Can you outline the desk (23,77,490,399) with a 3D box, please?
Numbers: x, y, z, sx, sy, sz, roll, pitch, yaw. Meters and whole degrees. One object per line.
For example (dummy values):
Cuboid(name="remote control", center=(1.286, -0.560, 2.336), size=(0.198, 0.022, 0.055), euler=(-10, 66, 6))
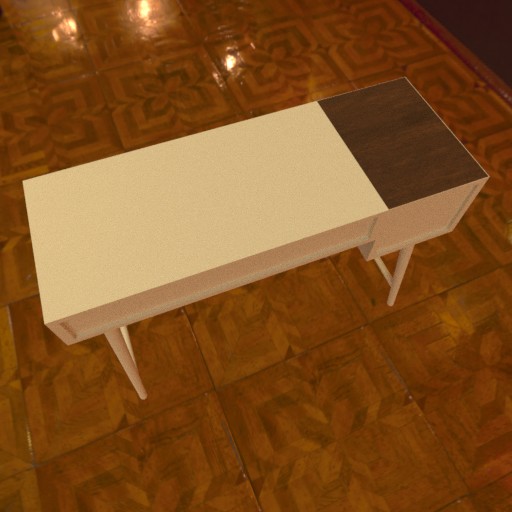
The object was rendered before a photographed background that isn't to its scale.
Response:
Cuboid(name="desk", center=(0.000, 0.000, 1.413), size=(1.069, 0.761, 0.409), euler=(-18, 61, -11))
